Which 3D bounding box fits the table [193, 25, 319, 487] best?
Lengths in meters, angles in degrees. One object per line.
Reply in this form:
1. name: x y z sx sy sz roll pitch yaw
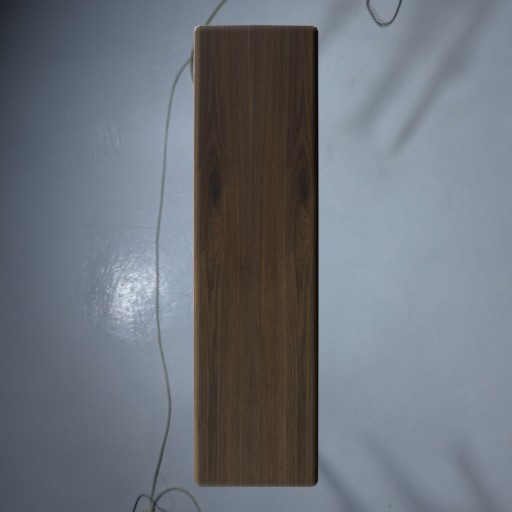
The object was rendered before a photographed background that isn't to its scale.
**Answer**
1. table: 0.000 0.000 1.920 0.425 0.834 1.570 0 90 0
